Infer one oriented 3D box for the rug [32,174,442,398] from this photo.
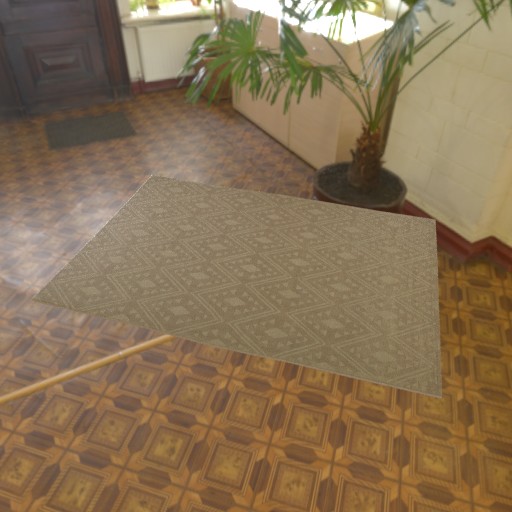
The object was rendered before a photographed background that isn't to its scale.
[{"bbox_3d":[0.000,0.000,2.335,1.829,0.034,1.252,10,40,13],"label":"rug"}]
